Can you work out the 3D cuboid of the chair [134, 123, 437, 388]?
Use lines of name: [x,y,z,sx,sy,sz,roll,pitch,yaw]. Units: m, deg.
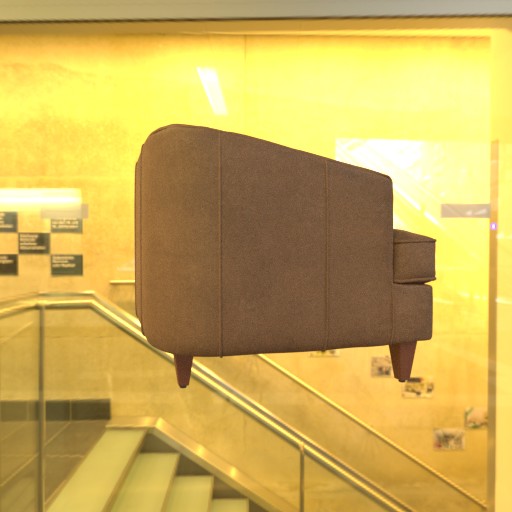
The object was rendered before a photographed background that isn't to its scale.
chair: [0.000,0.000,1.761,0.914,0.787,1.118,0,1,-18]
